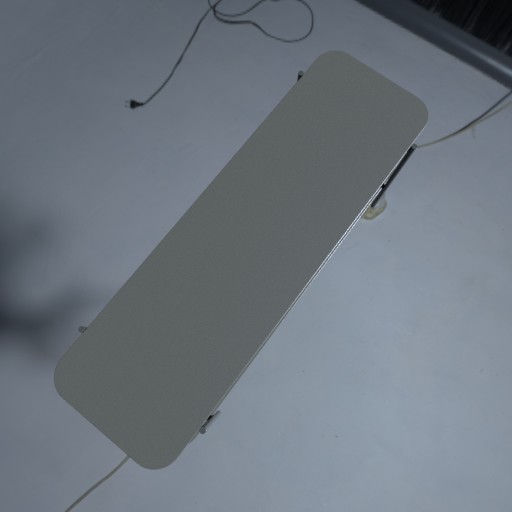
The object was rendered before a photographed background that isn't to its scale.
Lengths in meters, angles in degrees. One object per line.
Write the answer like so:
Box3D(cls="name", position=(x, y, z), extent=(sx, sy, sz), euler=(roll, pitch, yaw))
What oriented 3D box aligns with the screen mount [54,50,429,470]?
Box3D(cls="screen mount", position=(0.000, 0.000, 1.366), extent=(0.400, 0.447, 1.200), euler=(36, 78, 9))
